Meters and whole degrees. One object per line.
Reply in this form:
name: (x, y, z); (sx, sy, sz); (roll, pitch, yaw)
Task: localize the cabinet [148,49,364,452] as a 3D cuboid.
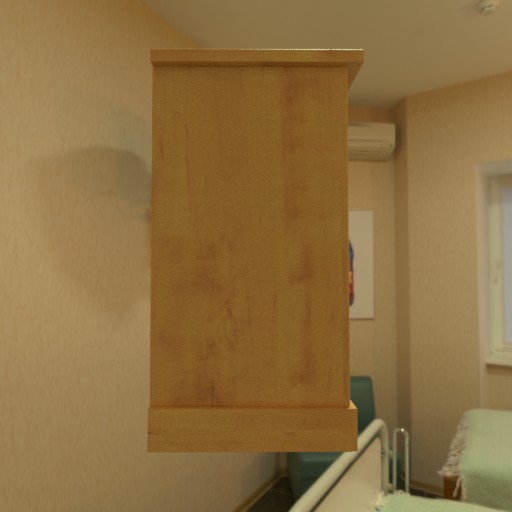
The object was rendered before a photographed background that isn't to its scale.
cabinet: (0.000, 0.000, 1.379); (0.450, 0.840, 0.920); (0, -2, 0)
